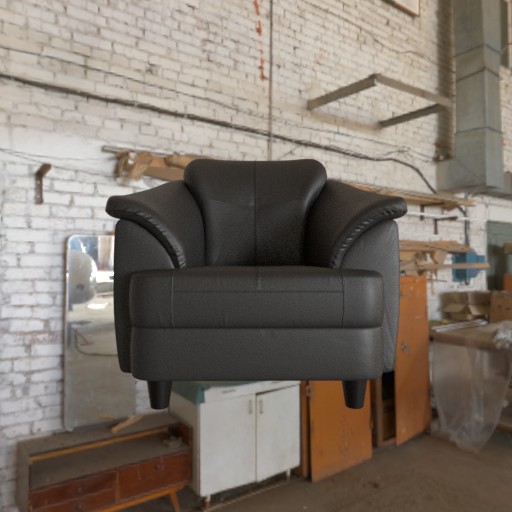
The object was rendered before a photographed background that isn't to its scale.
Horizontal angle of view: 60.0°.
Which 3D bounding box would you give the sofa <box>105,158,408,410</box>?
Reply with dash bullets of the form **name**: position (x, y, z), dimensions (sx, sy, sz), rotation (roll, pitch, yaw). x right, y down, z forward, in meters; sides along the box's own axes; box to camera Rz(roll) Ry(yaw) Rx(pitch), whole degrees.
- **sofa**: position (0.000, 0.000, 1.511), dimensions (0.870, 0.811, 0.794), rotation (0, -1, -1)
